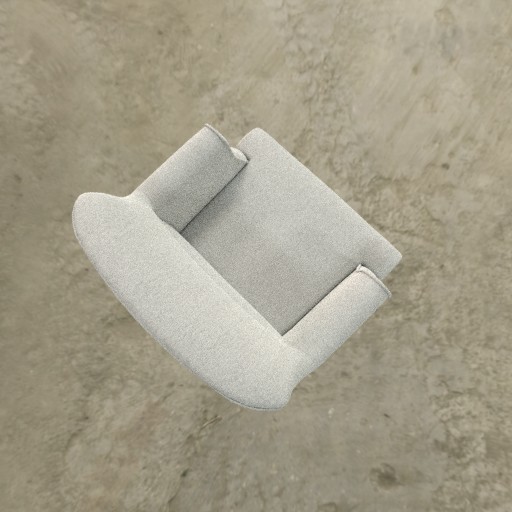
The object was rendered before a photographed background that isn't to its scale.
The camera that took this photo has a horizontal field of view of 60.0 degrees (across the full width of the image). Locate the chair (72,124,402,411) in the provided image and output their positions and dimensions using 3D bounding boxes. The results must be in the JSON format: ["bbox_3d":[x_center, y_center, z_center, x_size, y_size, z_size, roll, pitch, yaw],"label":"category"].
[{"bbox_3d":[0.000,0.000,1.477,0.781,0.875,0.750,44,80,10],"label":"chair"}]
